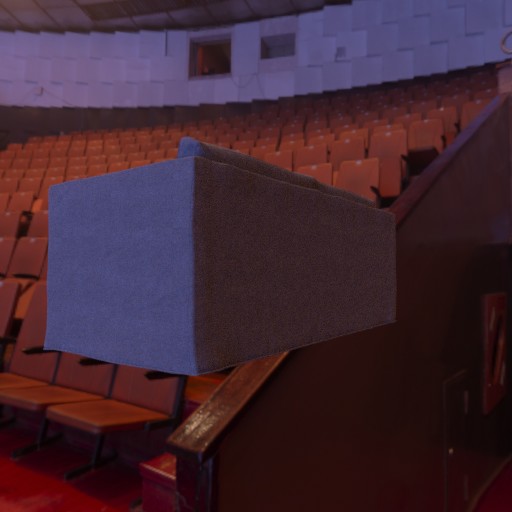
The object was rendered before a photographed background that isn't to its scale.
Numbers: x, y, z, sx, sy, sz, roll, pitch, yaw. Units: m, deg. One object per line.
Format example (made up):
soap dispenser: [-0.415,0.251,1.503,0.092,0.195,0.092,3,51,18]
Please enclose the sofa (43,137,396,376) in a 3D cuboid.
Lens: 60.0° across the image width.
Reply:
sofa: [0.000,0.000,2.493,0.953,0.855,1.982,-1,-2,36]
